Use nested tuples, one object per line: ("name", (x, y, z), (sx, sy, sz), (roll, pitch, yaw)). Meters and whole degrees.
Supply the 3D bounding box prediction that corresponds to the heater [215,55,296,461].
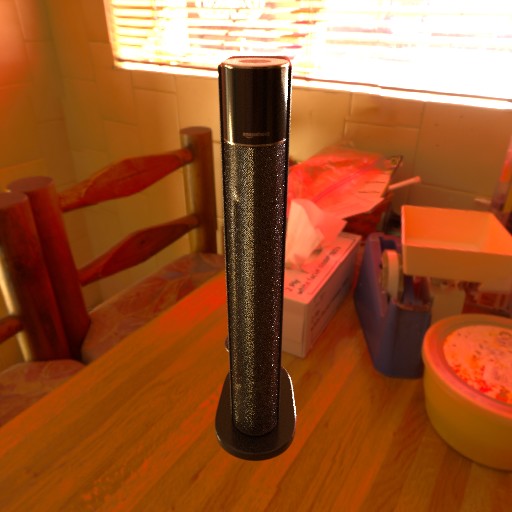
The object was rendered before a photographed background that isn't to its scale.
("heater", (0.000, 0.000, 1.027), (0.214, 0.856, 0.458), (2, 29, 3))
